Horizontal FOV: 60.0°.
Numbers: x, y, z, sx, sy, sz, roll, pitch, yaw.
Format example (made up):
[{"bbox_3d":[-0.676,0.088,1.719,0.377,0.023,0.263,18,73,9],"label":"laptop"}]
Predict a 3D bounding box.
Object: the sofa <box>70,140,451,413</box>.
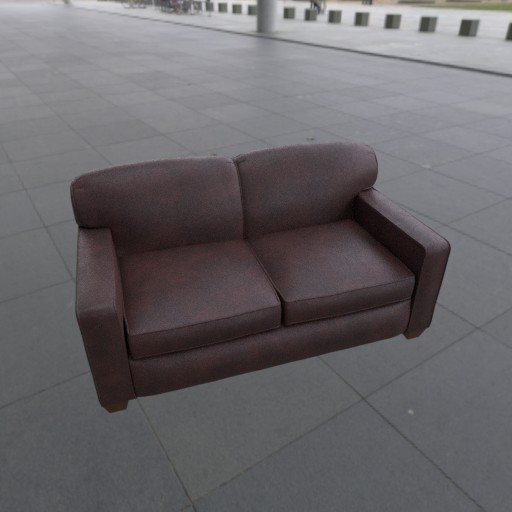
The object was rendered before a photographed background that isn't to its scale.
[{"bbox_3d":[0.000,0.000,2.487,1.856,0.966,1.000,-10,33,-15],"label":"sofa"}]
